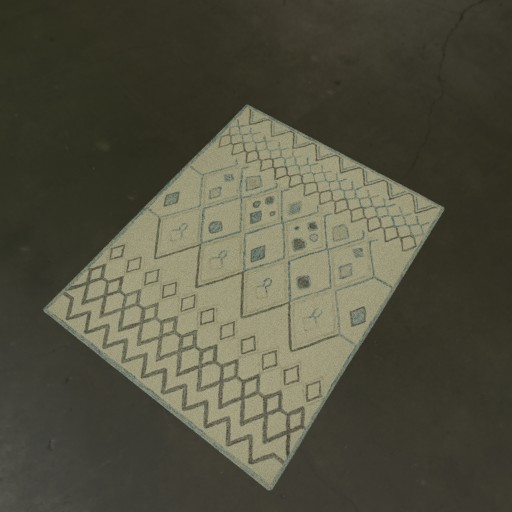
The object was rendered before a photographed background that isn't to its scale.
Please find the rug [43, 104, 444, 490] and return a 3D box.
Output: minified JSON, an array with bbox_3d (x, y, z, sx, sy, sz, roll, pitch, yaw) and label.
[{"bbox_3d":[0.000,0.000,4.156,2.441,0.013,3.056,32,67,16],"label":"rug"}]
